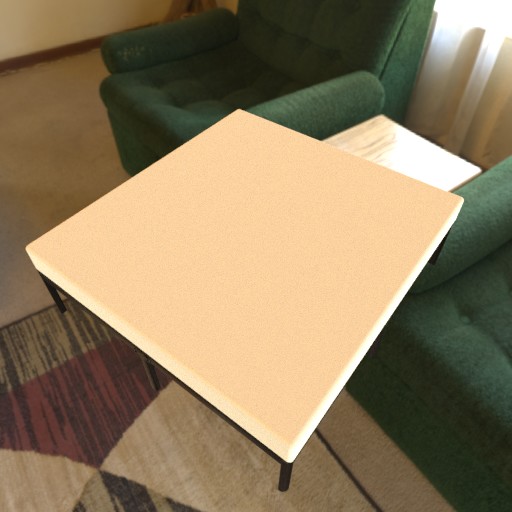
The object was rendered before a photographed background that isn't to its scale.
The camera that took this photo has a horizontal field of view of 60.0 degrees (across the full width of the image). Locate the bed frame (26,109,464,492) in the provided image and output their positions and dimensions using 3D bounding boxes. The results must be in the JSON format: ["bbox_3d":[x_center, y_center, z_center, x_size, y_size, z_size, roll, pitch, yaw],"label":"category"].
[{"bbox_3d":[0.000,0.000,3.051,1.963,0.659,2.079,29,54,24],"label":"bed frame"}]
